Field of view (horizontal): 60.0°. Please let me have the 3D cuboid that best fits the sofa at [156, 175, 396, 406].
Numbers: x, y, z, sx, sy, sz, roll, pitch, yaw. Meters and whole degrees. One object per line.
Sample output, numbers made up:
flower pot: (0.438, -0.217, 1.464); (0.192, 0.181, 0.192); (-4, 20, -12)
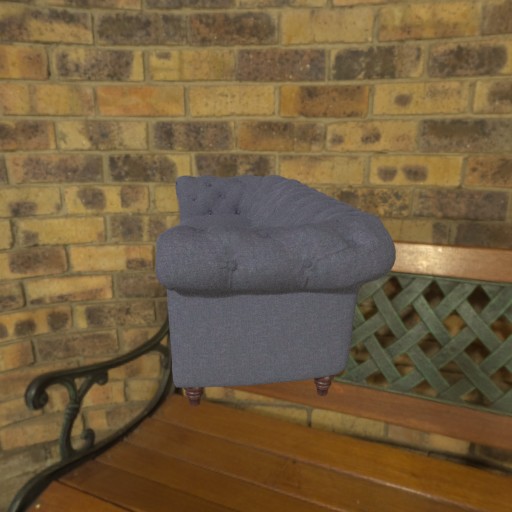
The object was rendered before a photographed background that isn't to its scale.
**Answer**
sofa: (0.000, 0.000, 2.794); (1.046, 0.836, 2.335); (-2, 16, -8)
